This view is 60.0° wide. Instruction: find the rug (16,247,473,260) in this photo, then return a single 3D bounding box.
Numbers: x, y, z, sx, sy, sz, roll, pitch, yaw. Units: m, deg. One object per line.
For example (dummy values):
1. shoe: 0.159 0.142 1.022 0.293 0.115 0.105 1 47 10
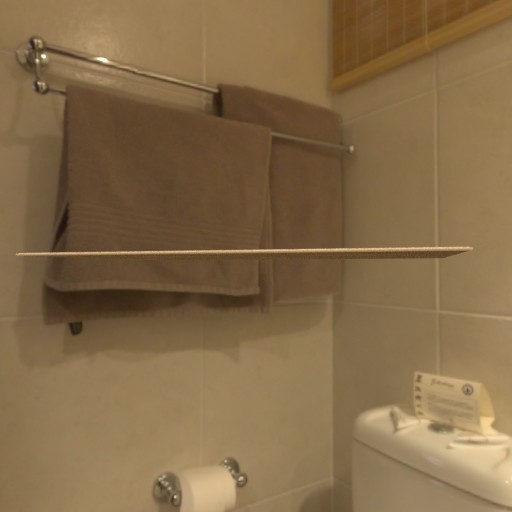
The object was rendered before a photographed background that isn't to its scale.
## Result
1. rug: 0.000 0.000 3.344 2.746 0.018 1.819 -1 -2 19
